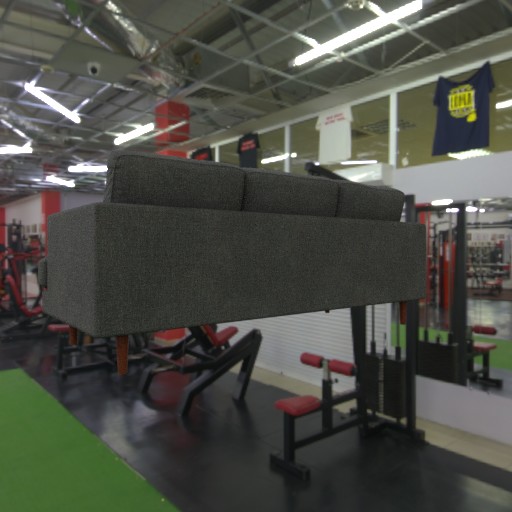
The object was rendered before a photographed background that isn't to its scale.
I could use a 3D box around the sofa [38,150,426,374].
[{"bbox_3d":[0.000,0.000,2.672,2.246,0.930,0.903,-1,1,-38],"label":"sofa"}]
